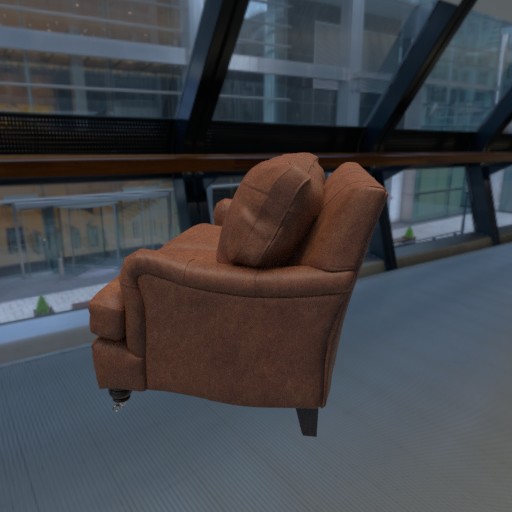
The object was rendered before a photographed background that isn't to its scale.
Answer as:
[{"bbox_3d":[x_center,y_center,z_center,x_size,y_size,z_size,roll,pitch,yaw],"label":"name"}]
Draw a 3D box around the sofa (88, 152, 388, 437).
[{"bbox_3d":[0.000,0.000,2.245,1.077,1.004,1.527,2,15,9],"label":"sofa"}]
